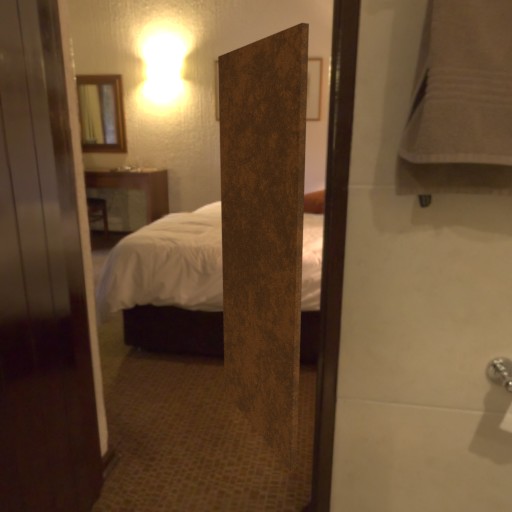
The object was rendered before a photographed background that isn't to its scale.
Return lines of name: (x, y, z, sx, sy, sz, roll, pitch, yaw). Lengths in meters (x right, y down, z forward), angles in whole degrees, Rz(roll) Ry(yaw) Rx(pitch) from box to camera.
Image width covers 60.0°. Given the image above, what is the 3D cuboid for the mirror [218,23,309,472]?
mirror: (0.000, 0.000, 2.302, 0.032, 2.031, 0.812, -8, 17, -27)
